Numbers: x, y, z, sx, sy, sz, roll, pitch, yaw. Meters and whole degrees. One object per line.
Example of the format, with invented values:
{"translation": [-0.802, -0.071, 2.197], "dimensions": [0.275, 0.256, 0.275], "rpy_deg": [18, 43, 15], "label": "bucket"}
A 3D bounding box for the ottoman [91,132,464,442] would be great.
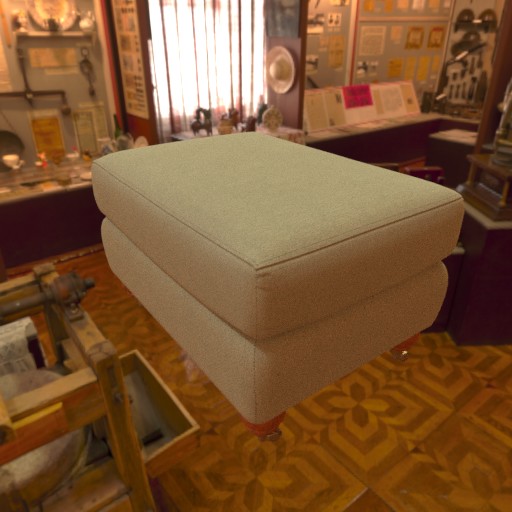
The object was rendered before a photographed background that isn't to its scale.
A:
{"translation": [0.000, 0.000, 1.130], "dimensions": [0.569, 0.499, 0.773], "rpy_deg": [-18, 32, -32], "label": "ottoman"}
